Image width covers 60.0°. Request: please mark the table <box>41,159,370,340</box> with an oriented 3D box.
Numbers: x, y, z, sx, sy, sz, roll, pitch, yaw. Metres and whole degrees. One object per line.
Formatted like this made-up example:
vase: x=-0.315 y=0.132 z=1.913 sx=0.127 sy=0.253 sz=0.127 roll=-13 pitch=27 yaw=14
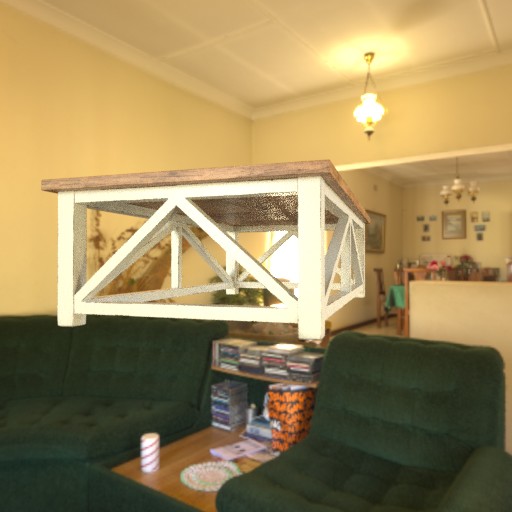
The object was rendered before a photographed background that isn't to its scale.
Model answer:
table: x=0.000 y=0.000 z=1.771 sx=0.800 sy=0.410 sz=1.400 roll=0 pitch=-1 yaw=18
